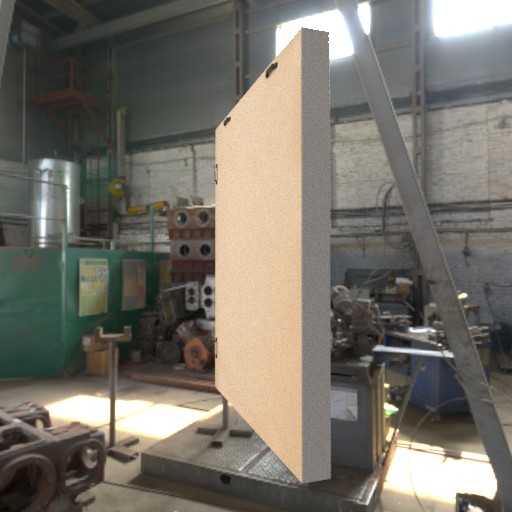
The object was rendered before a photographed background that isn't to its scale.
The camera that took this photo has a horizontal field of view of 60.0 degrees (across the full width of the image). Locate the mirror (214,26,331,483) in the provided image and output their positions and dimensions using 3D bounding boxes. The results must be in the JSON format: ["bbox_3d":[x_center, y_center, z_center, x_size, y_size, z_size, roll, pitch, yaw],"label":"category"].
[{"bbox_3d":[0.000,0.000,0.688,0.041,0.508,0.405,0,-1,-19],"label":"mirror"}]
